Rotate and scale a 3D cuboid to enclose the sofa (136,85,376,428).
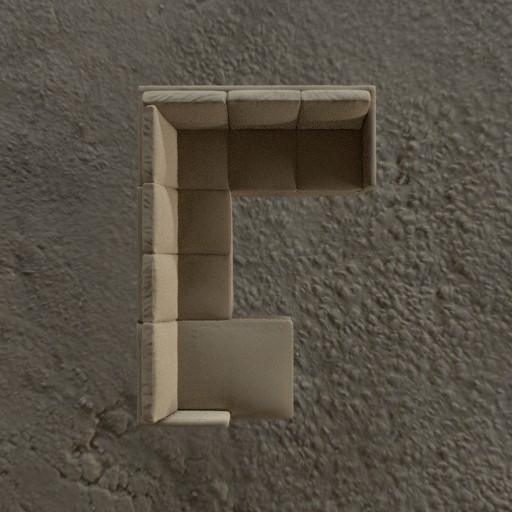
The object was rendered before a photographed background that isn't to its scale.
[{"bbox_3d":[0.000,0.000,4.733,2.476,0.878,3.528,0,90,0],"label":"sofa"}]
